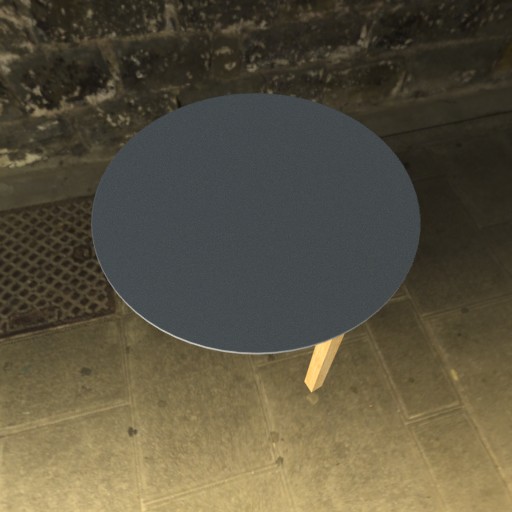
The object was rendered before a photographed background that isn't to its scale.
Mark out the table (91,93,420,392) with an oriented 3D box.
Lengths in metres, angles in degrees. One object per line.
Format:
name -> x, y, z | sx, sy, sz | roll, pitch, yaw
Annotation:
table -> 0.000, 0.000, 0.995 | 0.600, 0.405, 0.600 | 0, 58, 0
